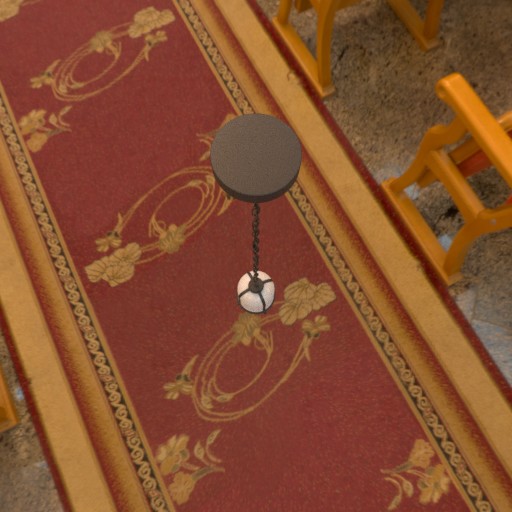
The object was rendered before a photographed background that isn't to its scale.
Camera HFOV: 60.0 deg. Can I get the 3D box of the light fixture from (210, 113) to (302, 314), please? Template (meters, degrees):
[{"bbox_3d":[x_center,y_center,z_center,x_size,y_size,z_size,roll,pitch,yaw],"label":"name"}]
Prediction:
[{"bbox_3d":[0.000,0.000,1.267,0.178,1.181,0.178,-26,76,-7],"label":"light fixture"}]
